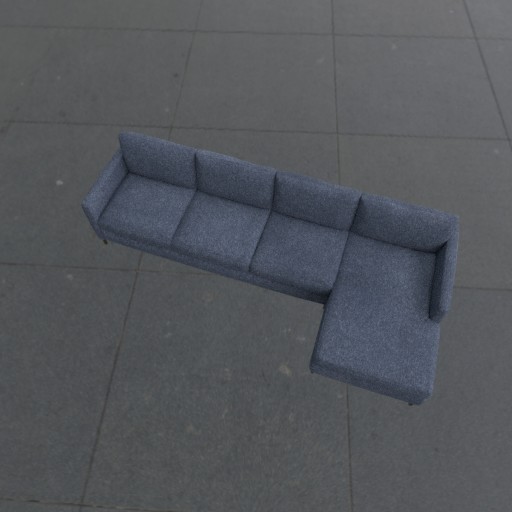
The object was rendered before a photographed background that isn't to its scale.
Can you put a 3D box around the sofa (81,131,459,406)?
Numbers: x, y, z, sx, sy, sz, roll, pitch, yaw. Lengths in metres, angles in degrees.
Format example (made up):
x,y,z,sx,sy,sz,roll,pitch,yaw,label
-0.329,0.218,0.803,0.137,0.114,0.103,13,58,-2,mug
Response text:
x,y,z,sx,sy,sz,roll,pitch,yaw,label
0.000,0.000,3.494,2.932,0.810,1.350,16,60,10,sofa
